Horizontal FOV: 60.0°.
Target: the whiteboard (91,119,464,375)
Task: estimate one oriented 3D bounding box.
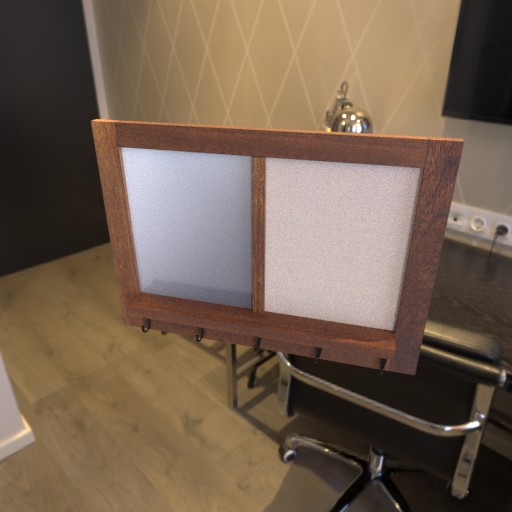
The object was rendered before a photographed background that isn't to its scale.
[{"bbox_3d":[0.000,0.000,1.016,0.783,0.559,0.083,7,28,14],"label":"whiteboard"}]
